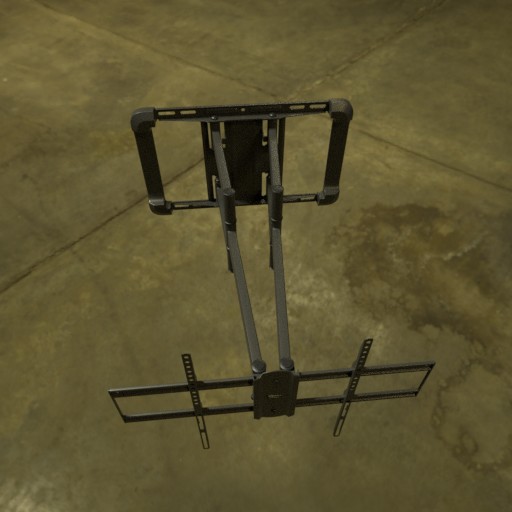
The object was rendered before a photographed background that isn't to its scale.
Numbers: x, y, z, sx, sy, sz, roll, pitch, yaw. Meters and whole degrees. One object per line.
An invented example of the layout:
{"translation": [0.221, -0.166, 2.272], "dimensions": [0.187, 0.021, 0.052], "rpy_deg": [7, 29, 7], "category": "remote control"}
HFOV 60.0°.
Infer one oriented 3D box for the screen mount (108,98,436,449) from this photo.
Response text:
{"translation": [0.000, 0.000, 1.297], "dimensions": [0.725, 0.483, 0.905], "rpy_deg": [-4, 47, -4], "category": "screen mount"}
